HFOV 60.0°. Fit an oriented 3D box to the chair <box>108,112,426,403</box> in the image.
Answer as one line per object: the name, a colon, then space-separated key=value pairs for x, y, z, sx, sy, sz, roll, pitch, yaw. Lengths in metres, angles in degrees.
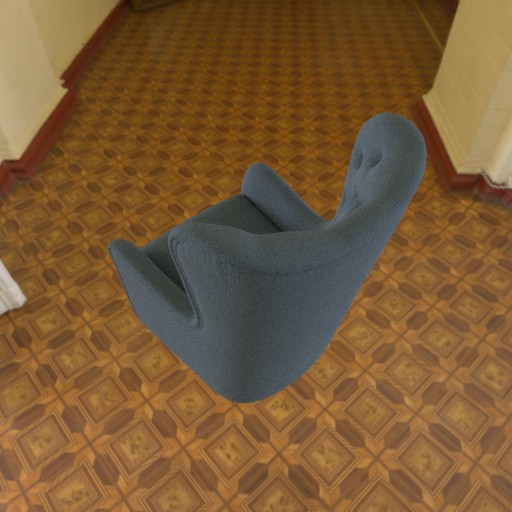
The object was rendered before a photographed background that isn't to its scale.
chair: x=0.000 y=0.000 z=1.705 sx=0.831 sy=1.079 sz=0.930 roll=-34 pitch=55 yaw=-28
